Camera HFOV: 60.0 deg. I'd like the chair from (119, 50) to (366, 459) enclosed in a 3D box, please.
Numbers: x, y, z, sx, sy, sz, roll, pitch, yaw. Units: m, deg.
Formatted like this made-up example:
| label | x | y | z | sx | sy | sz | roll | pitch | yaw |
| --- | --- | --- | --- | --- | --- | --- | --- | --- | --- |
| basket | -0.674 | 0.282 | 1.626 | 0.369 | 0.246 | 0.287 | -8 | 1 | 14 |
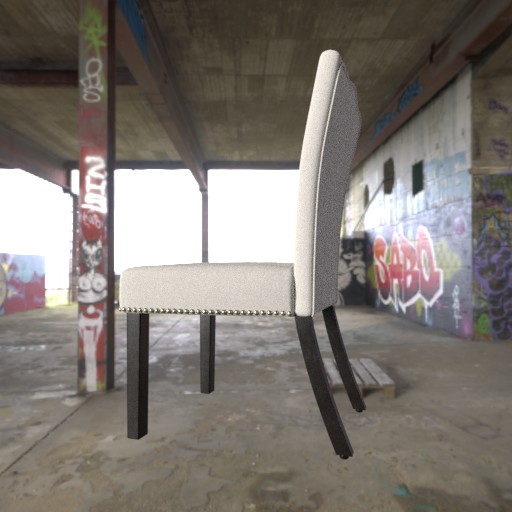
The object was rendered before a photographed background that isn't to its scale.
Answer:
| label | x | y | z | sx | sy | sz | roll | pitch | yaw |
| --- | --- | --- | --- | --- | --- | --- | --- | --- | --- |
| chair | 0.000 | 0.000 | 1.287 | 0.589 | 0.946 | 0.518 | 0 | -1 | 19 |
